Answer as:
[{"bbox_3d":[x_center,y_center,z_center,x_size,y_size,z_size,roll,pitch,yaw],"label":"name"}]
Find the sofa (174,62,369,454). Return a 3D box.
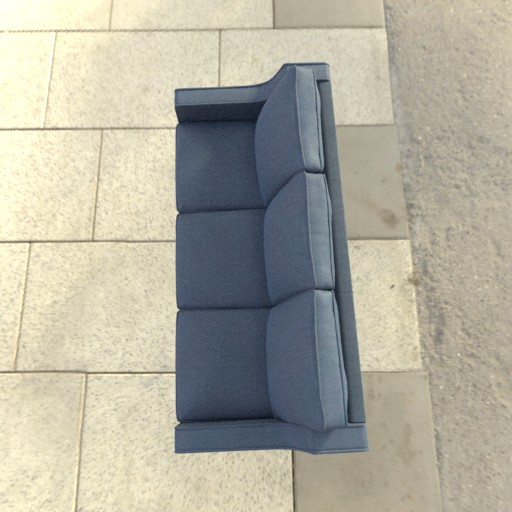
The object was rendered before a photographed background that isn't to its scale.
[{"bbox_3d":[0.000,0.000,2.506,0.911,0.974,1.986,-3,75,-1],"label":"sofa"}]
